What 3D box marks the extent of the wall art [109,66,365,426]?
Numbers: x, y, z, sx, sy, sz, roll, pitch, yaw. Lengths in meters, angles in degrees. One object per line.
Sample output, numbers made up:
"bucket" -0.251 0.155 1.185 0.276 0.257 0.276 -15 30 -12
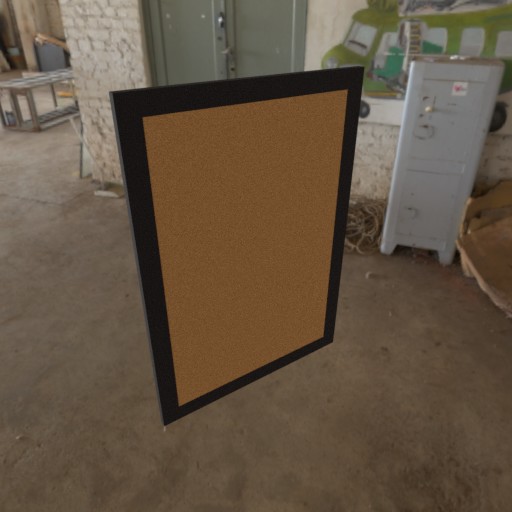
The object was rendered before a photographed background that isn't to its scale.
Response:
"wall art" 0.000 0.000 0.706 0.380 0.534 0.013 -19 35 -29
